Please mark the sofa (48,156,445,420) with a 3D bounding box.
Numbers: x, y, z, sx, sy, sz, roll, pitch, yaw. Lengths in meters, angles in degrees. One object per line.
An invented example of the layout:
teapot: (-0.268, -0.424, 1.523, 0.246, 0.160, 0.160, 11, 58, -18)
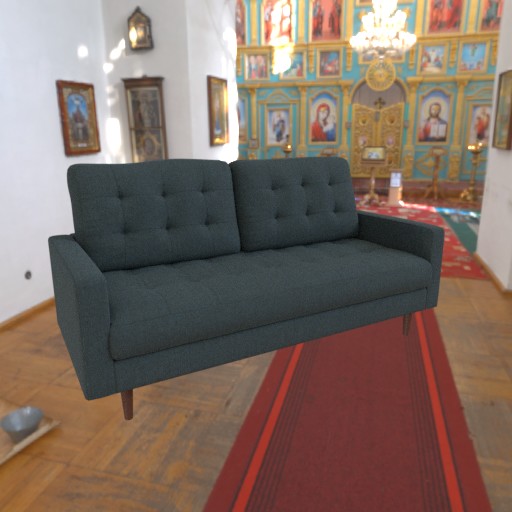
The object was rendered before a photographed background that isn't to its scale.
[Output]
sofa: (0.000, 0.000, 2.464, 2.010, 1.050, 0.966, -8, 17, -29)
